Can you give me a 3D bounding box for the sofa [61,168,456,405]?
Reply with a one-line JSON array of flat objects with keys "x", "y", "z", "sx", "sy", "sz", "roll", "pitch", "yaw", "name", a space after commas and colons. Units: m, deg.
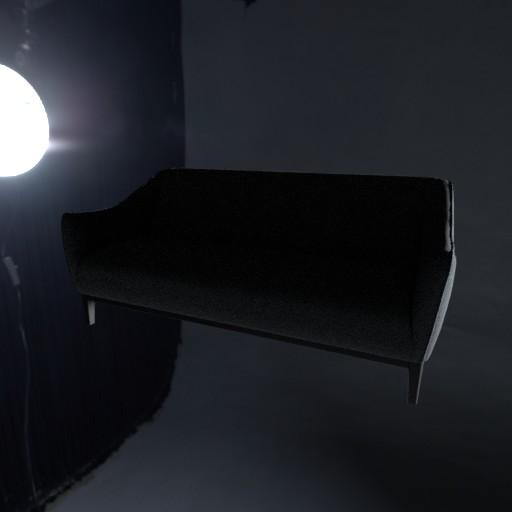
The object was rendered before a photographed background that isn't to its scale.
[{"x": 0.000, "y": 0.000, "z": 2.332, "sx": 1.928, "sy": 0.829, "sz": 0.867, "roll": 7, "pitch": 17, "yaw": 25, "name": "sofa"}]
